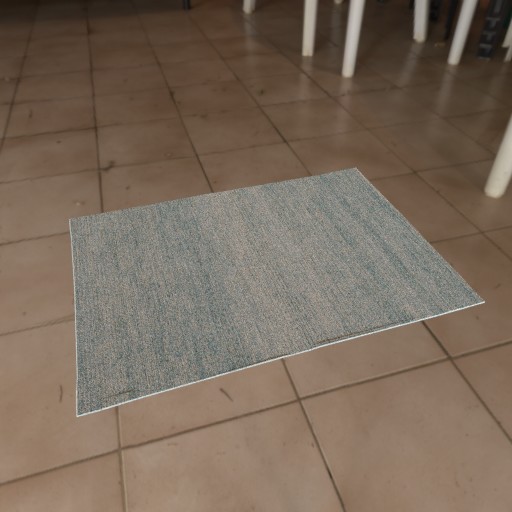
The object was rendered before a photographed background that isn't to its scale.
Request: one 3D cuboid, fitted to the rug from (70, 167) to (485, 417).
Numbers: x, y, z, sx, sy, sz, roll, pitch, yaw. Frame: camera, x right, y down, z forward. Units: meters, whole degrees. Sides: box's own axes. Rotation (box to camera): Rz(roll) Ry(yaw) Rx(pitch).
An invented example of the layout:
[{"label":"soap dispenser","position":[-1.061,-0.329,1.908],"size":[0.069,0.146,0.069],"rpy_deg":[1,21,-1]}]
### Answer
[{"label":"rug","position":[0.000,0.000,2.891],"size":[2.306,0.030,1.613],"rpy_deg":[-12,43,-13]}]
